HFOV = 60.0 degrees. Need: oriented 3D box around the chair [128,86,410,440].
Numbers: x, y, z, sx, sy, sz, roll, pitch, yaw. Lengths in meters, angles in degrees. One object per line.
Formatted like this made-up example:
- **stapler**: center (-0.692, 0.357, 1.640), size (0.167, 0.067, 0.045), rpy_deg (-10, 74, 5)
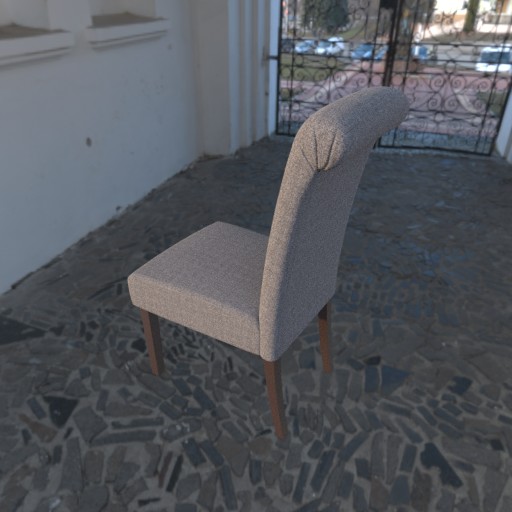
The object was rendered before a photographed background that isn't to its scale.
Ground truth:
- **chair**: center (0.000, 0.000, 1.352), size (0.671, 1.006, 0.456), rpy_deg (19, 36, 28)
